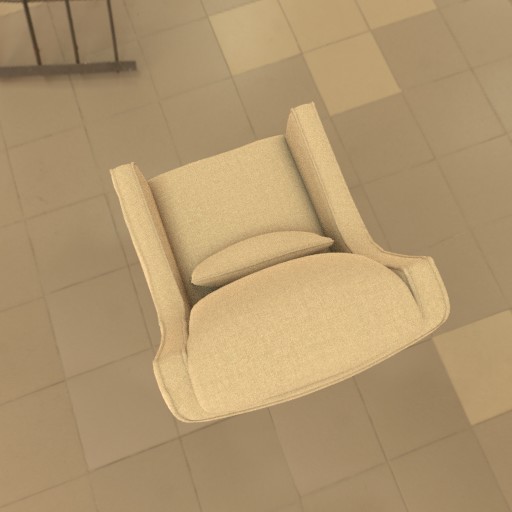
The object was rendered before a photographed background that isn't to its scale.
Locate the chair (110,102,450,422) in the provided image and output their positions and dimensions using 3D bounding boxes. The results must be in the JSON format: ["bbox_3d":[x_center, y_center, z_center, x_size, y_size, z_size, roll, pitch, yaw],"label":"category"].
[{"bbox_3d":[0.000,0.000,1.514,0.732,0.993,0.879,-20,77,-5],"label":"chair"}]
